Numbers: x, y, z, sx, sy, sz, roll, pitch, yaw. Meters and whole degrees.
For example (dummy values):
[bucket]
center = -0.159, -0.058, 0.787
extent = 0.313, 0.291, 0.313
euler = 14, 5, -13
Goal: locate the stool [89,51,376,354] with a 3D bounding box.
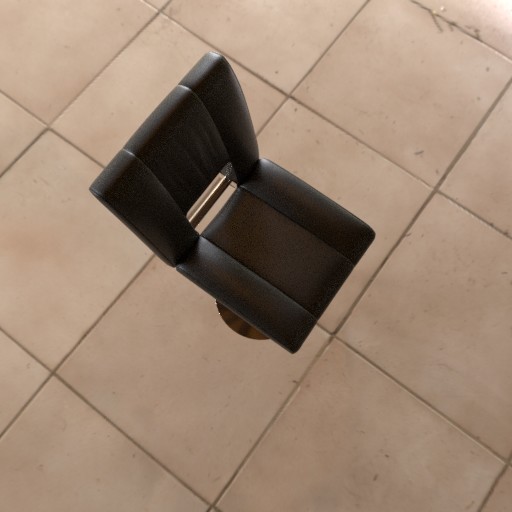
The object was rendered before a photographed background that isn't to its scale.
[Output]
[stool]
center = 0.000, 0.000, 1.386
extent = 0.520, 1.151, 0.415
euler = 35, 78, 8
